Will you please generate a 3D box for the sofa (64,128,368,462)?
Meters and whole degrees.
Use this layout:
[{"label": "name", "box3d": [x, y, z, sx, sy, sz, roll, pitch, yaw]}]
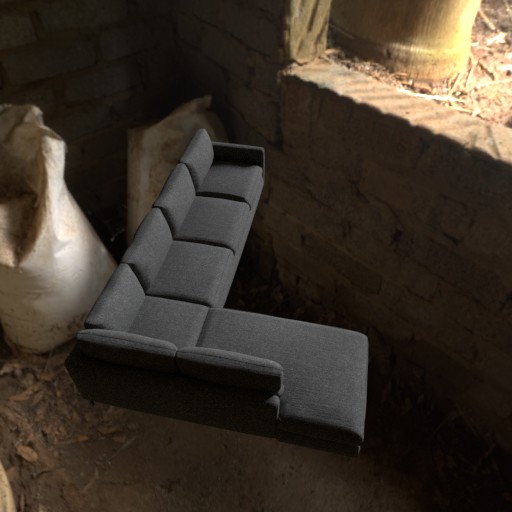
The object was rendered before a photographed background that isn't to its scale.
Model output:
[{"label": "sofa", "box3d": [0.000, 0.000, 3.909, 2.007, 0.815, 2.949, 8, 46, 8]}]
